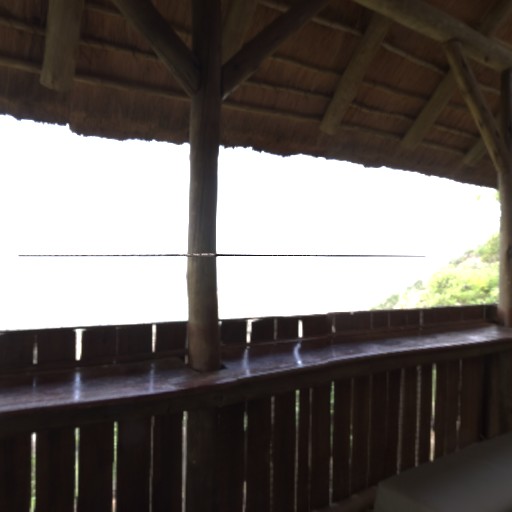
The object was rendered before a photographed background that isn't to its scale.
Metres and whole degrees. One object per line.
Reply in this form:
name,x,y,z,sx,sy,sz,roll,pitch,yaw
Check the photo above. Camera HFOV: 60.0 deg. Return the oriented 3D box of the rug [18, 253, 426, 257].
rug,0.000,0.000,2.995,1.517,0.011,2.435,0,0,38
